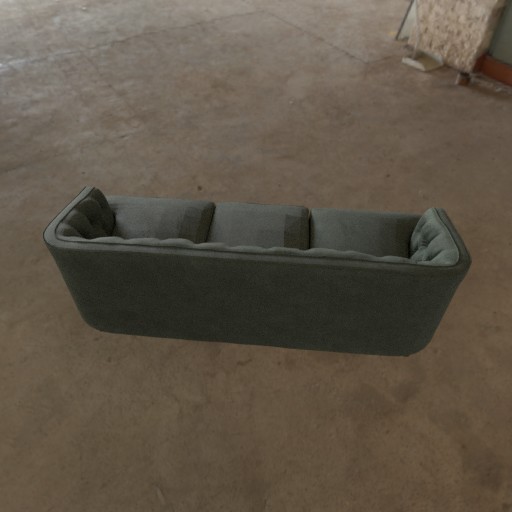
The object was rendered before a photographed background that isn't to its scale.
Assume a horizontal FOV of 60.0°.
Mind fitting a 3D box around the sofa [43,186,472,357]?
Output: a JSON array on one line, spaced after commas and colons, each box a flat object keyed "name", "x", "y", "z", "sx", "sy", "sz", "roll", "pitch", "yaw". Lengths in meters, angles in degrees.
[{"name": "sofa", "x": 0.000, "y": 0.000, "z": 2.777, "sx": 2.278, "sy": 0.855, "sz": 0.941, "roll": 4, "pitch": 46, "yaw": 4}]
